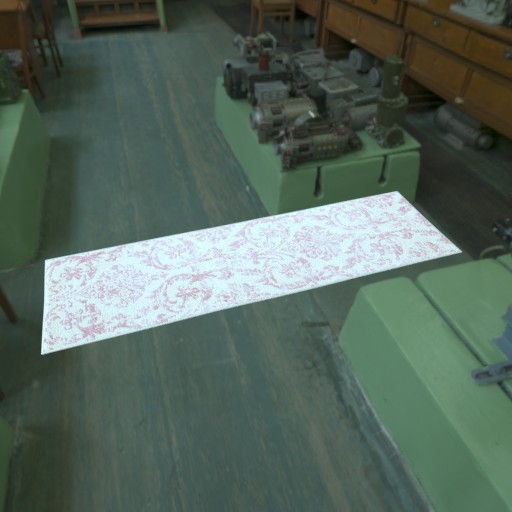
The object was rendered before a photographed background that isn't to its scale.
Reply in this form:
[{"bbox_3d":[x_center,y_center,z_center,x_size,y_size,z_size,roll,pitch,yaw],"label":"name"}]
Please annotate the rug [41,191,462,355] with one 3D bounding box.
[{"bbox_3d":[0.000,0.000,2.436,2.196,0.011,0.662,-12,42,-14],"label":"rug"}]
